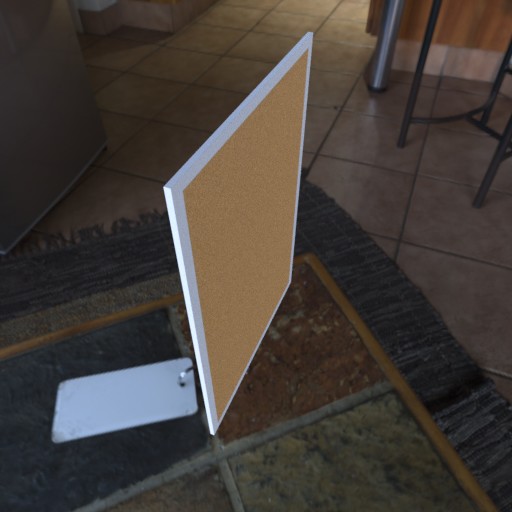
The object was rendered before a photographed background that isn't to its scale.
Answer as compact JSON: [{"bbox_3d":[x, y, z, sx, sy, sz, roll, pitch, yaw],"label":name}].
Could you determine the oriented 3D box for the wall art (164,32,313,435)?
[{"bbox_3d":[0.000,0.000,1.208,0.013,0.940,0.659,18,49,16],"label":"wall art"}]
